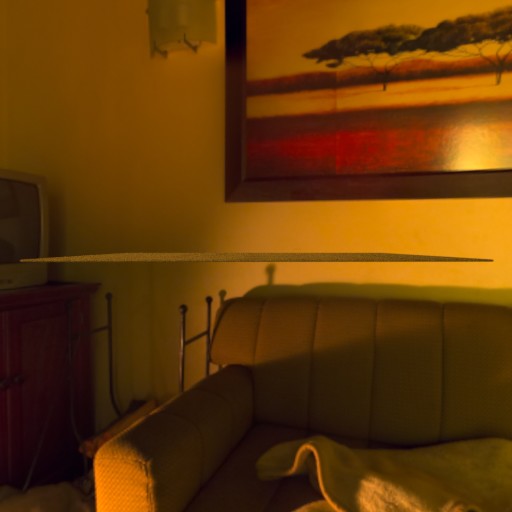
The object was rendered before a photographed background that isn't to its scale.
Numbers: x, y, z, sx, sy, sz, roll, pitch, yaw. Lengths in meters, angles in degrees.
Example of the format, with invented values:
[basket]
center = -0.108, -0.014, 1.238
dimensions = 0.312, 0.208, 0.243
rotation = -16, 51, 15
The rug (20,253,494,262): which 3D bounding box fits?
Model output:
[rug]
center = 0.000, 0.000, 4.062
dimensions = 3.050, 0.016, 2.441
rotation = 0, 1, -1
